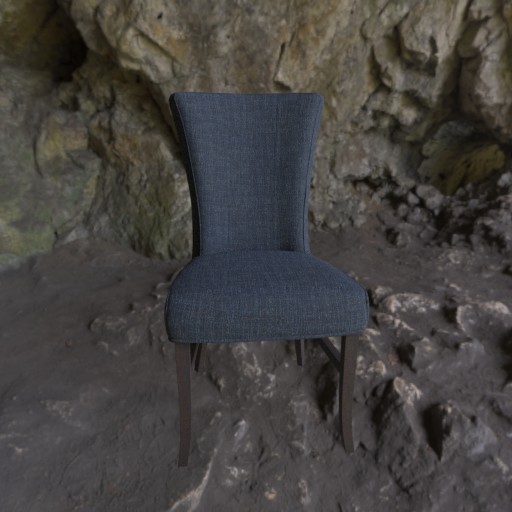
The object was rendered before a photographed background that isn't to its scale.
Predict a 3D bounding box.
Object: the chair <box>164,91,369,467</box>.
[{"bbox_3d":[0.000,0.000,1.375,0.520,0.991,0.660,-2,16,-6],"label":"chair"}]
